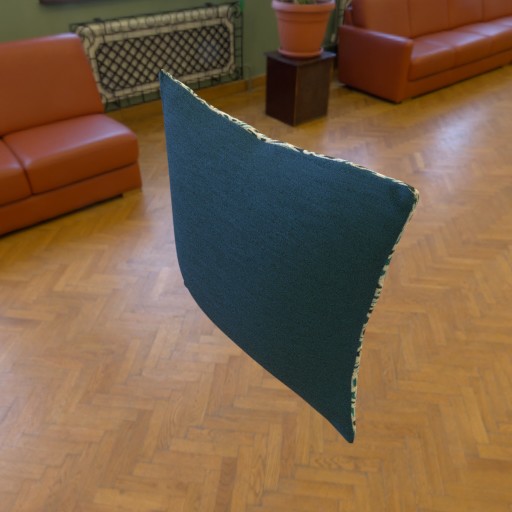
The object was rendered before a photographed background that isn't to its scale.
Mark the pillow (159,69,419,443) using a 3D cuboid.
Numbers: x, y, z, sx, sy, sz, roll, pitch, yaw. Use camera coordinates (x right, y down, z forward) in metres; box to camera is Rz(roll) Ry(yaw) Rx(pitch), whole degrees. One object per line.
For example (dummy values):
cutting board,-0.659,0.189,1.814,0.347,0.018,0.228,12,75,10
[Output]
pillow,0.000,0.000,0.638,0.145,0.420,0.440,-28,46,-30
